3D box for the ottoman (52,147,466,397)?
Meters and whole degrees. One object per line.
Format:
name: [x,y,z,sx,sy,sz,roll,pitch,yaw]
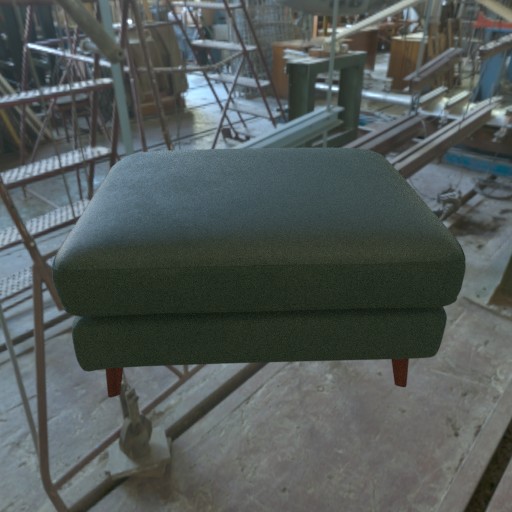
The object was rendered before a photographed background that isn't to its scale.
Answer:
ottoman: [0.000,0.000,1.143,0.811,0.449,0.608,-1,32,-2]
